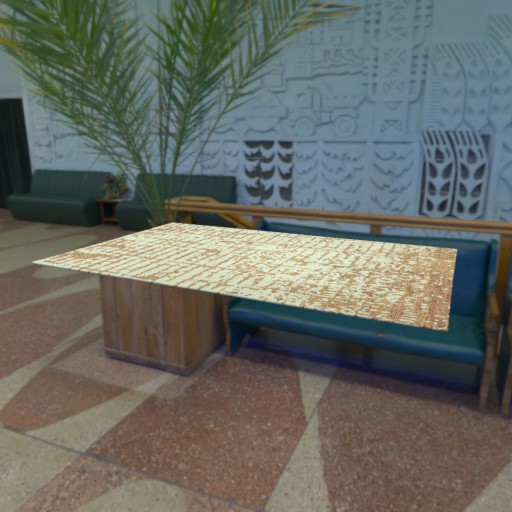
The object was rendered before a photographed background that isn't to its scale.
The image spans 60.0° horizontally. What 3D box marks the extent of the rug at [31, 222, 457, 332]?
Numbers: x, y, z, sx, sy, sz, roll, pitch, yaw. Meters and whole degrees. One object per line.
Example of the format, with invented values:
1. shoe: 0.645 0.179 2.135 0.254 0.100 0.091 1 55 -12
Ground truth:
1. rug: 0.000 0.000 2.971 2.435 0.011 1.517 7 16 24
